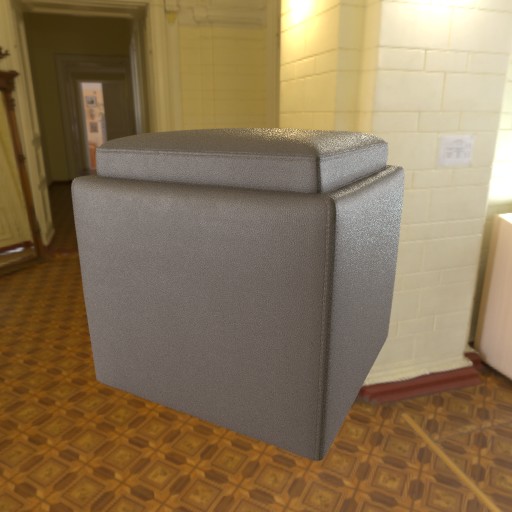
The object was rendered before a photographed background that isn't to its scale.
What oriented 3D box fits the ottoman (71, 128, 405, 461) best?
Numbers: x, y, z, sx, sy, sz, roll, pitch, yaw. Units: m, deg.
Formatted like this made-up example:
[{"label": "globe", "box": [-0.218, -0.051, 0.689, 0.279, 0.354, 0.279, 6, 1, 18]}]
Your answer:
[{"label": "ottoman", "box": [0.000, 0.000, 0.833, 0.450, 0.460, 0.451, 9, 19, 27]}]
